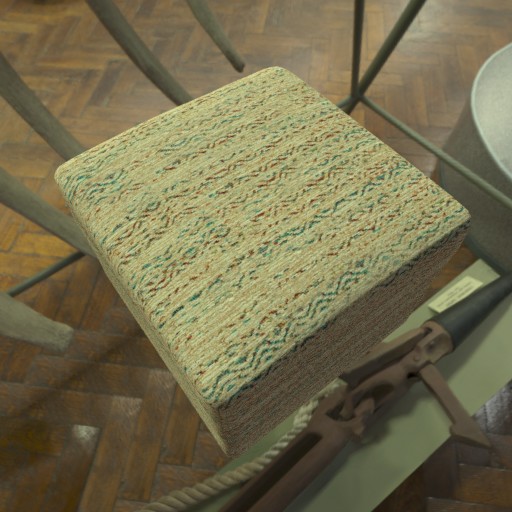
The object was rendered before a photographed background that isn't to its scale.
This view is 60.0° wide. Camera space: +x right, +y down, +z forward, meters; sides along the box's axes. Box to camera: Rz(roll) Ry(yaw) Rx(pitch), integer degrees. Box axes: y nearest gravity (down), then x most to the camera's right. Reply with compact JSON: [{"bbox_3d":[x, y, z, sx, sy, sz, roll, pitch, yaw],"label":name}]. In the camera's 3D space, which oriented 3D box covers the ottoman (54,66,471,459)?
[{"bbox_3d":[0.000,0.000,0.892,0.512,0.453,0.521,-33,63,-19],"label":"ottoman"}]
